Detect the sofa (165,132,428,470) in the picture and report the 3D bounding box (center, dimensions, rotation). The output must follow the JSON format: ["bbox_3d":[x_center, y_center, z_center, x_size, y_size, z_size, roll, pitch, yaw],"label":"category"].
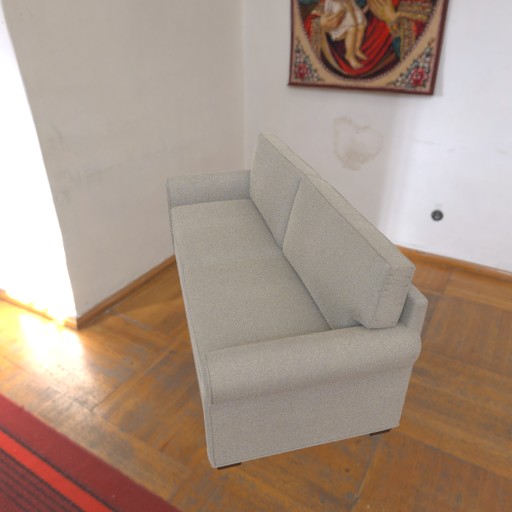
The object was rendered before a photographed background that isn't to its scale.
[{"bbox_3d":[0.000,0.000,2.606,0.901,0.962,2.146,-7,31,-12],"label":"sofa"}]
